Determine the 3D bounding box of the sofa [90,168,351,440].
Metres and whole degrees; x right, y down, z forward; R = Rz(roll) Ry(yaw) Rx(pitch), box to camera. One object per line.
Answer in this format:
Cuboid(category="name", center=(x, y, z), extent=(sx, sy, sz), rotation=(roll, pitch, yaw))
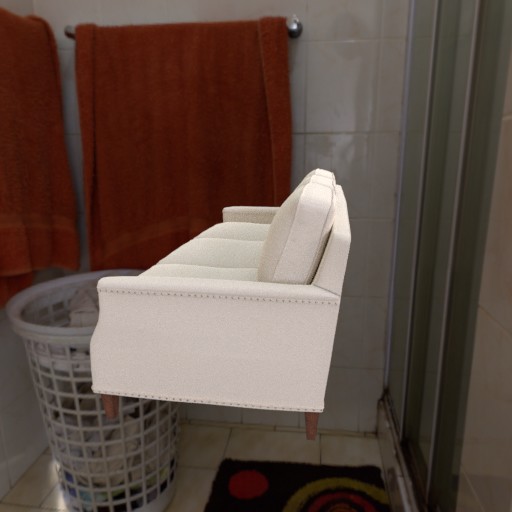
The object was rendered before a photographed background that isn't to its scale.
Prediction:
Cuboid(category="sofa", center=(0.000, 0.000, 2.798), extent=(1.084, 1.003, 2.246), rotation=(2, 14, 9))
